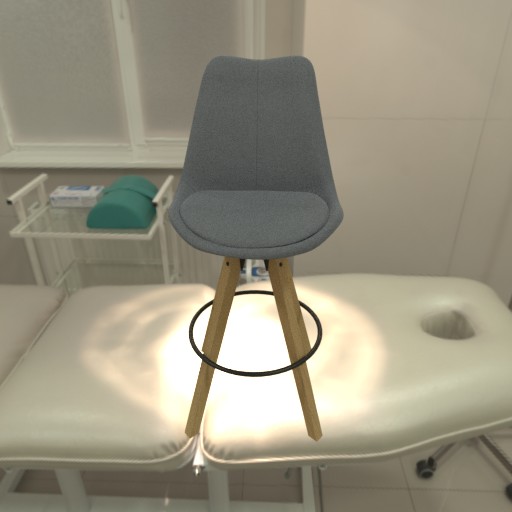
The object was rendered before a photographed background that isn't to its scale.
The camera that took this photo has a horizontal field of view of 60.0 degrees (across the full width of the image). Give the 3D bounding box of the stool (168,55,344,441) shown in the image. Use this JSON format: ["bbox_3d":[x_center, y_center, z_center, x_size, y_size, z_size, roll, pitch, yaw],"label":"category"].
[{"bbox_3d":[0.000,0.000,1.401,0.485,1.115,0.550,1,29,1],"label":"stool"}]
